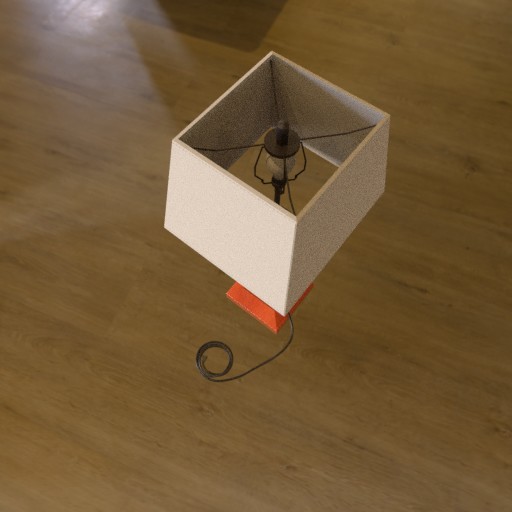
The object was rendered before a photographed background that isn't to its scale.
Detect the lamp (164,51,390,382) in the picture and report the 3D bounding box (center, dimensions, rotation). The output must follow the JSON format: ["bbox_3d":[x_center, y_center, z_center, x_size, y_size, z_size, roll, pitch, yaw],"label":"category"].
[{"bbox_3d":[0.000,0.000,1.007,0.310,0.737,0.498,36,69,16],"label":"lamp"}]
